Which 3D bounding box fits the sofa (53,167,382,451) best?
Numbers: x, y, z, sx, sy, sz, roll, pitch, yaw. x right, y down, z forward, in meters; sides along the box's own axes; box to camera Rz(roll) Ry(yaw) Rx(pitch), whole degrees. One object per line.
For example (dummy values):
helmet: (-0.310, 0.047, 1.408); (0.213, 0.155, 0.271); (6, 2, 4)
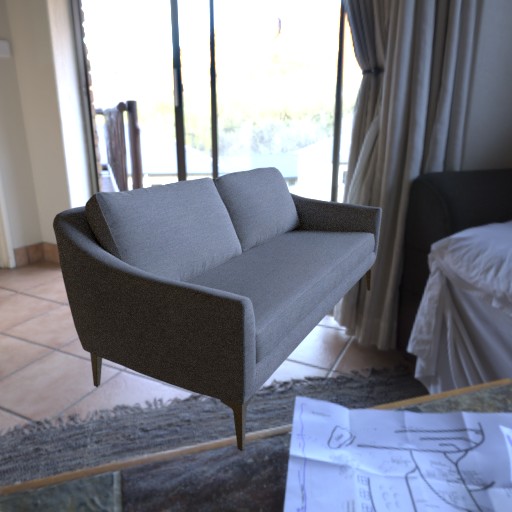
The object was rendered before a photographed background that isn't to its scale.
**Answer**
sofa: (0.000, 0.000, 2.560); (0.980, 0.913, 2.036); (8, 18, 27)
